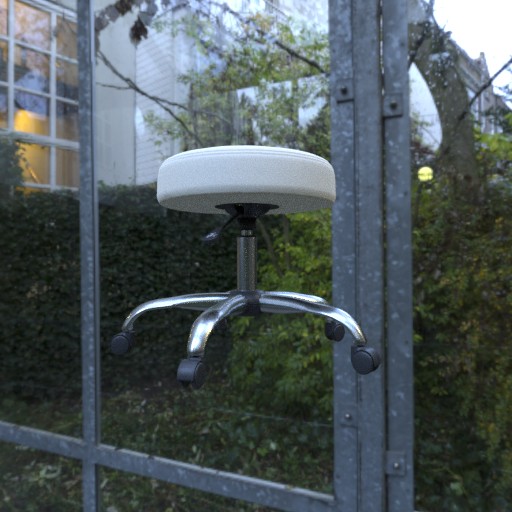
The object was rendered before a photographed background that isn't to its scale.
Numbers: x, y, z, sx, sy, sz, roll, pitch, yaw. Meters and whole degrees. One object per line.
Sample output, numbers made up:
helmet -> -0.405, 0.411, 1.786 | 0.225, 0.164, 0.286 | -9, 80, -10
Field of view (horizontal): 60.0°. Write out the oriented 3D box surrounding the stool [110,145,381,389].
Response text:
stool -> 0.000, 0.000, 1.079 | 0.614, 0.482, 0.634 | 0, 0, 37
